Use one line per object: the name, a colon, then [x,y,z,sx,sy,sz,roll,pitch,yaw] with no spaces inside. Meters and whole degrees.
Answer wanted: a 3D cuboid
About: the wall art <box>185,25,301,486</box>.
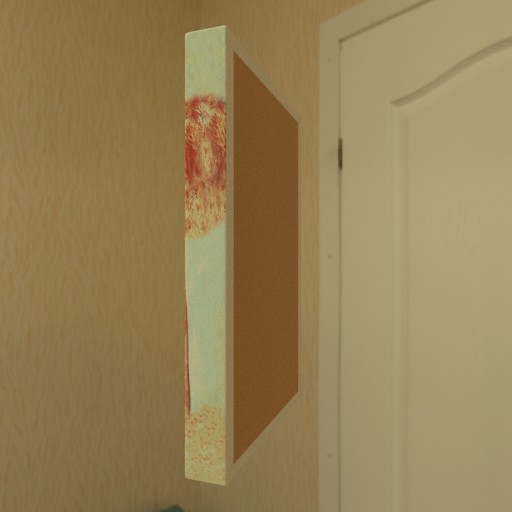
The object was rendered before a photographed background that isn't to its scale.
wall art: [0.000,0.000,0.488,0.039,0.380,0.251,0,0,20]
